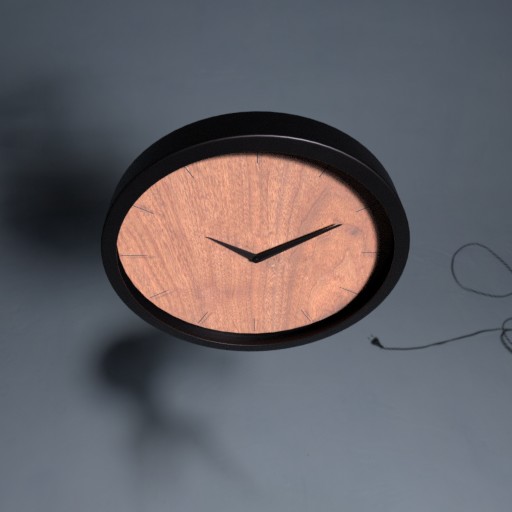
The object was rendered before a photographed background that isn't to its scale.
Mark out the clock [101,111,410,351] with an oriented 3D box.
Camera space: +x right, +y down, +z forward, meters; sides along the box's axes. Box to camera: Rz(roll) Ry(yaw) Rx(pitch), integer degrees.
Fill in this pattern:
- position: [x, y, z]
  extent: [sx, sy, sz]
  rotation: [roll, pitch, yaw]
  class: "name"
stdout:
- position: [0.000, 0.000, 0.475]
  extent: [0.314, 0.314, 0.040]
  rotation: [-1, 46, -1]
  class: "clock"
